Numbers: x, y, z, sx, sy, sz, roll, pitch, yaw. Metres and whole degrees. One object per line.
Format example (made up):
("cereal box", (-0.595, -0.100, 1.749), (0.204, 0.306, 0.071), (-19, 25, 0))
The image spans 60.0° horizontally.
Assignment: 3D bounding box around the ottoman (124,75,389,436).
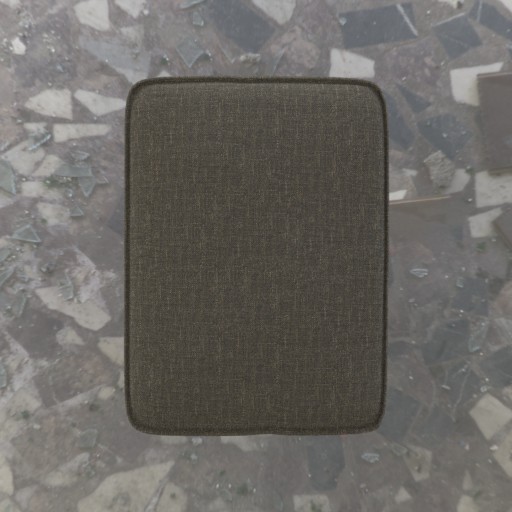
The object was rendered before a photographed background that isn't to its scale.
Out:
("ottoman", (0.000, 0.000, 1.093), (0.549, 0.450, 0.749), (0, 90, 0))
